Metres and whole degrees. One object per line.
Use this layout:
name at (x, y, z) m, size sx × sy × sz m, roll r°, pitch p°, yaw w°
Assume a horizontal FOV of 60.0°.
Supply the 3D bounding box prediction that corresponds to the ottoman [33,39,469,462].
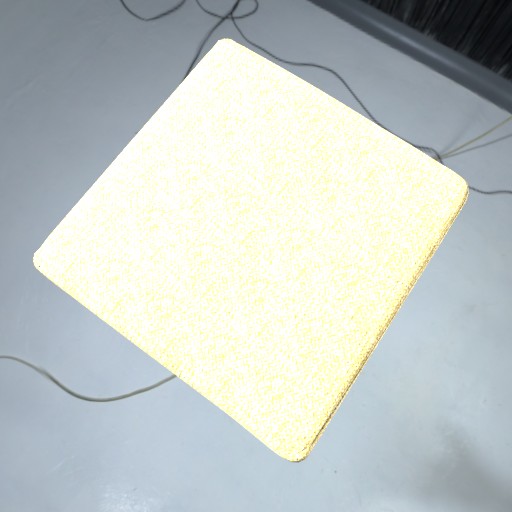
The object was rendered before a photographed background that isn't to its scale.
ottoman at (0.000, 0.000, 0.867) m, size 0.505 × 0.441 × 0.512 m, roll 34°, pitch 77°, yaw 9°
